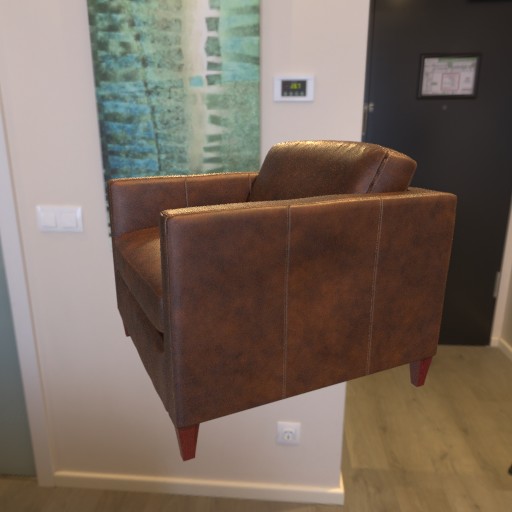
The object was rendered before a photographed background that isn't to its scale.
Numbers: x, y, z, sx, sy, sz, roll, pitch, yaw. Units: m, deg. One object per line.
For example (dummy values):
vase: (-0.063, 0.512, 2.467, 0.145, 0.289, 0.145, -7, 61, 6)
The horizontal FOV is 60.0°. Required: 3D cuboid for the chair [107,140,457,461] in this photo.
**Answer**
chair: (0.000, 0.000, 1.712, 0.975, 0.864, 0.990, -7, 17, -25)
